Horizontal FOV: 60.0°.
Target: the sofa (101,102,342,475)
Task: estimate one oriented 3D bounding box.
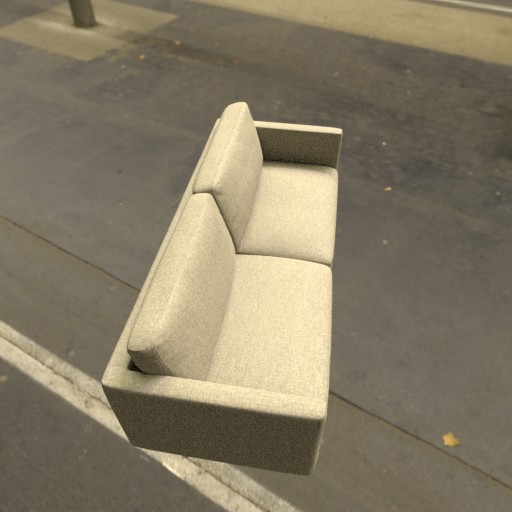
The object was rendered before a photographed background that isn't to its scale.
[{"bbox_3d":[0.000,0.000,2.680,0.956,0.960,2.208,7,46,6],"label":"sofa"}]
